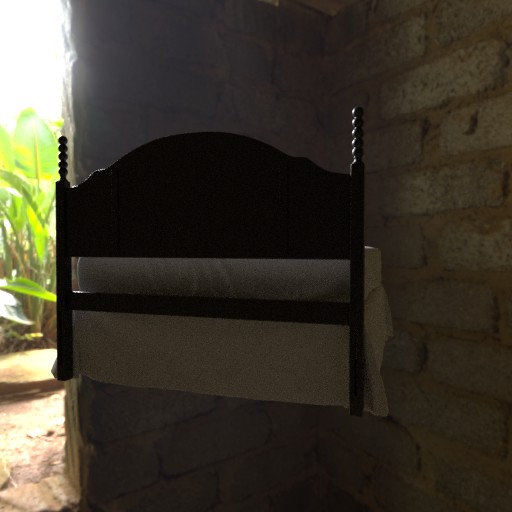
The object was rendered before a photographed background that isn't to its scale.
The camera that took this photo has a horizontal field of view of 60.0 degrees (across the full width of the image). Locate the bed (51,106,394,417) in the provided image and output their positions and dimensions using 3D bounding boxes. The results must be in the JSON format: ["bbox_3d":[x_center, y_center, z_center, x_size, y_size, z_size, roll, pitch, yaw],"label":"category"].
[{"bbox_3d":[0.000,0.000,3.137,1.873,1.356,2.040,0,1,19],"label":"bed"}]
